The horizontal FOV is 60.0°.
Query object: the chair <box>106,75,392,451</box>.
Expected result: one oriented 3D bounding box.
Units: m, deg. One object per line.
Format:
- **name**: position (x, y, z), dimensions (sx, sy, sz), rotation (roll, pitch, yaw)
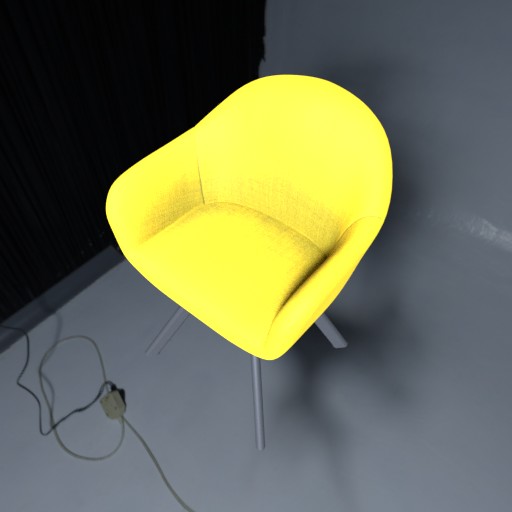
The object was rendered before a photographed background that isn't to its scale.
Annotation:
- **chair**: position (0.000, 0.000, 1.190), dimensions (0.590, 0.795, 0.550), rotation (31, 53, 26)
